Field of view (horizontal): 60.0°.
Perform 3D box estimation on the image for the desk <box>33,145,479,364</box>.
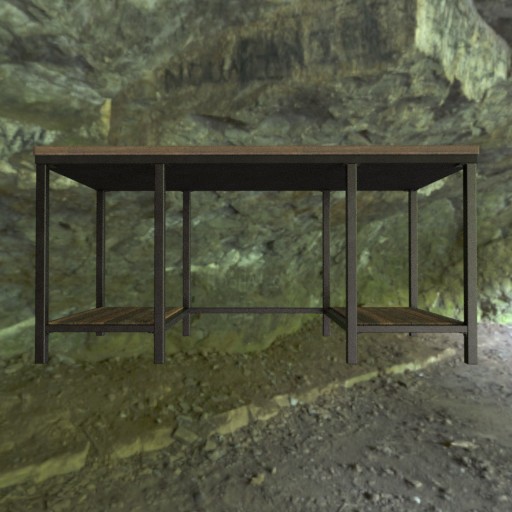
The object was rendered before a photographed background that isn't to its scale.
[{"bbox_3d":[0.000,0.000,1.833,1.538,0.753,0.617,0,-1,0],"label":"desk"}]
